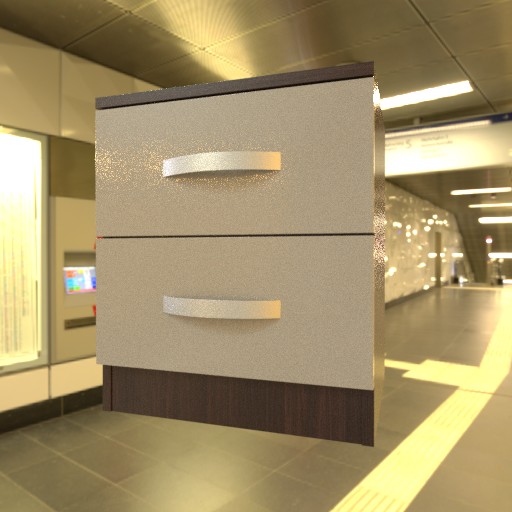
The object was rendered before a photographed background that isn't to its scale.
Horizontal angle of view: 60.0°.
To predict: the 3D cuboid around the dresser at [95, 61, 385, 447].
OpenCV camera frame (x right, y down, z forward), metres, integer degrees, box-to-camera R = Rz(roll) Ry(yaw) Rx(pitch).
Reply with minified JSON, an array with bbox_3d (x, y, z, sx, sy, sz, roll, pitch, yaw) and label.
[{"bbox_3d":[0.000,0.000,0.741,0.400,0.470,0.360,0,0,18],"label":"dresser"}]
